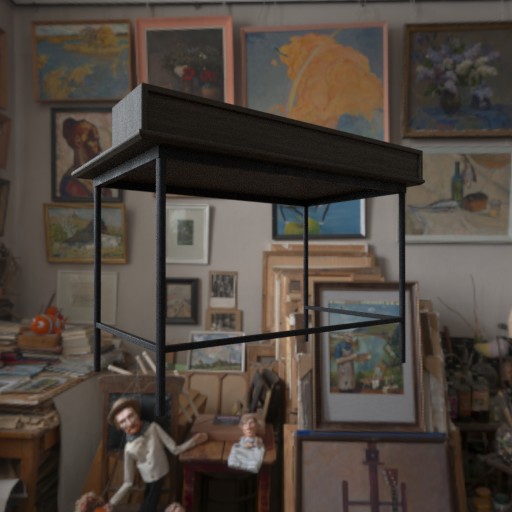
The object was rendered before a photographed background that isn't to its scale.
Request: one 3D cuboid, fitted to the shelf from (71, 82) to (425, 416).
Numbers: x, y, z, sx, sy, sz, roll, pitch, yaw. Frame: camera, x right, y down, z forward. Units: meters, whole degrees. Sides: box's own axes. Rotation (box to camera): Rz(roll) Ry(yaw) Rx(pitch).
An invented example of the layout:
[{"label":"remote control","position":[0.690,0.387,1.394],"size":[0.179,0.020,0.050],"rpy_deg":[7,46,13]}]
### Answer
[{"label":"shelf","position":[0.000,0.000,1.735],"size":[1.212,0.865,0.685],"rpy_deg":[0,-1,-36]}]
